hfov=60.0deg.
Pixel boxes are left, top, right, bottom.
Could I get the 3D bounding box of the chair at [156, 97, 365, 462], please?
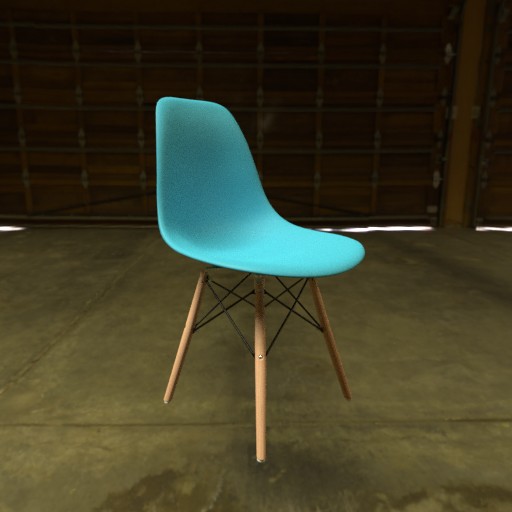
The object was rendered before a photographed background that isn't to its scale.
[{"bbox_3d":[0.000,0.000,1.161,0.531,0.826,0.470,12,17,43],"label":"chair"}]
